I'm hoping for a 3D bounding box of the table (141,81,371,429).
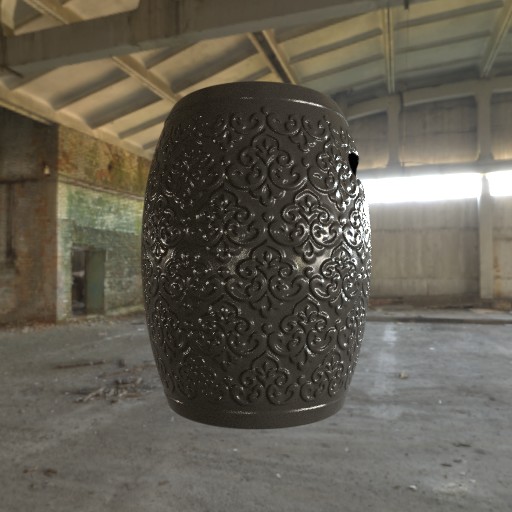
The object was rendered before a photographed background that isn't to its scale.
[{"bbox_3d":[0.000,0.000,0.614,0.309,0.397,0.309,0,-2,0],"label":"table"}]
